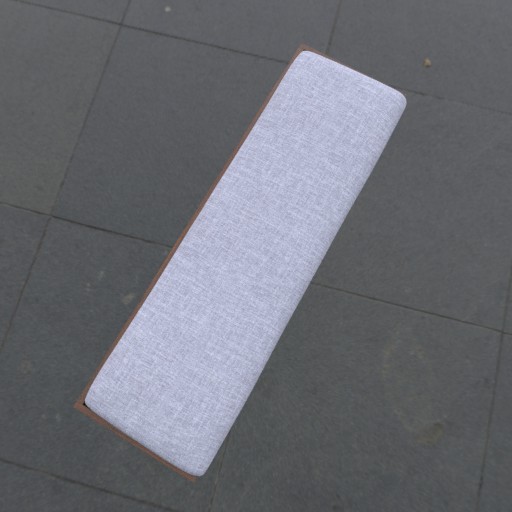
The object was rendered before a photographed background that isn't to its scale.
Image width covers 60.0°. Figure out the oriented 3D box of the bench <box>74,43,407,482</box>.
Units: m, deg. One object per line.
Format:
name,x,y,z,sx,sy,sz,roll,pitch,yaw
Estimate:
bench,0.000,0.000,1.390,0.367,0.468,1.196,29,79,6
